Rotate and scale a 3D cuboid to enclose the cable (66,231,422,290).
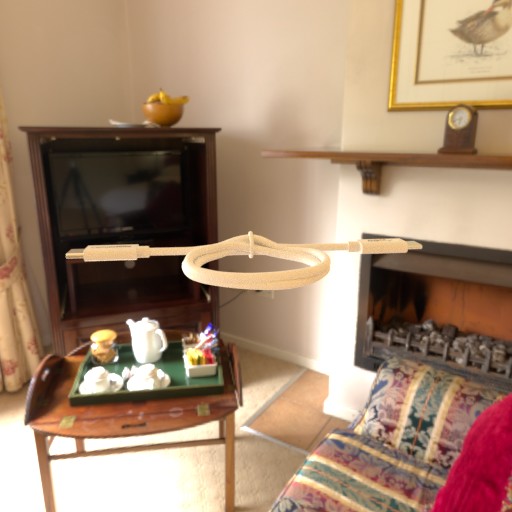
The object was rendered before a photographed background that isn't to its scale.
[{"bbox_3d":[0.000,0.000,0.209,0.186,0.014,0.070,-2,15,-6],"label":"cable"}]
